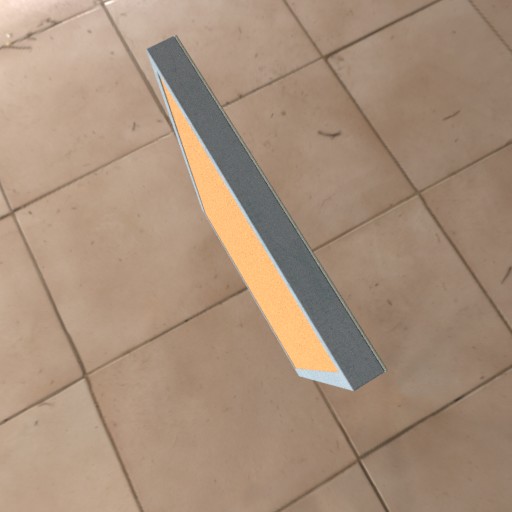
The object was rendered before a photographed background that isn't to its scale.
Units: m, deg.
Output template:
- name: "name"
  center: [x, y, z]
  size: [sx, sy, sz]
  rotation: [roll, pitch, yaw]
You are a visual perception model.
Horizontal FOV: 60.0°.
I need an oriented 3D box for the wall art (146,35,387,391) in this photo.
- name: "wall art"
  center: [0.000, 0.000, 0.685]
  size: [0.037, 0.509, 0.409]
  rotation: [-29, 78, -7]
